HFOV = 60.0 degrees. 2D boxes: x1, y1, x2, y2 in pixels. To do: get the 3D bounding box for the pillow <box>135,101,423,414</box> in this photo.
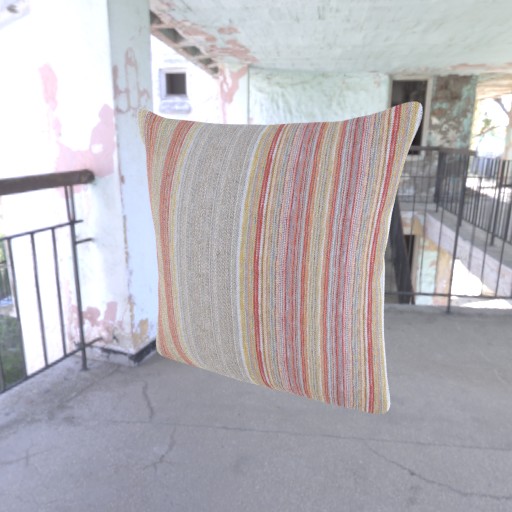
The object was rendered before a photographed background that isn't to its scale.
[{"bbox_3d":[0.000,0.000,0.690,0.451,0.449,0.191,8,17,26],"label":"pillow"}]
